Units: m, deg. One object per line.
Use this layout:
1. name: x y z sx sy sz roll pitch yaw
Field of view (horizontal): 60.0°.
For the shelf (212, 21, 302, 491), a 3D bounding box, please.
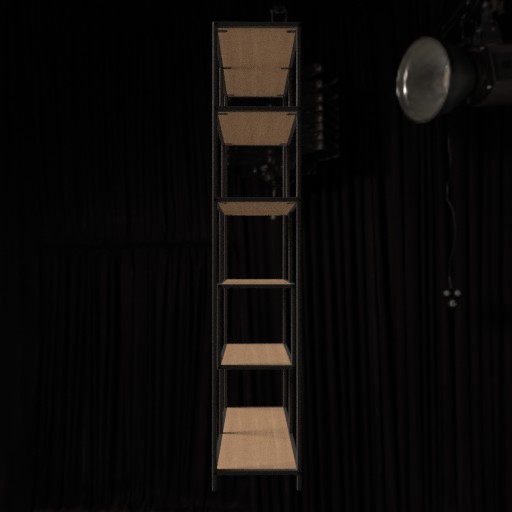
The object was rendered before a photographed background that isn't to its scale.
1. shelf: 0.000 0.000 2.132 0.350 1.850 0.770 0 -1 -1
